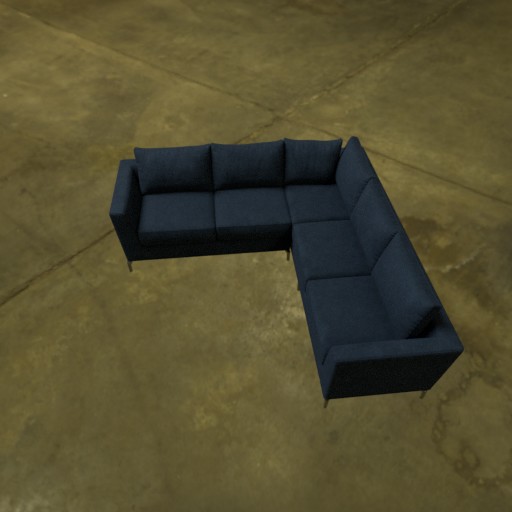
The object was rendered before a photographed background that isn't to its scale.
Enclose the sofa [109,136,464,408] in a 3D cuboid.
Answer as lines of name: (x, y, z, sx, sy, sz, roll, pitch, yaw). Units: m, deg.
sofa: (0.000, 0.000, 3.807, 2.472, 0.988, 2.463, -4, 45, -4)
